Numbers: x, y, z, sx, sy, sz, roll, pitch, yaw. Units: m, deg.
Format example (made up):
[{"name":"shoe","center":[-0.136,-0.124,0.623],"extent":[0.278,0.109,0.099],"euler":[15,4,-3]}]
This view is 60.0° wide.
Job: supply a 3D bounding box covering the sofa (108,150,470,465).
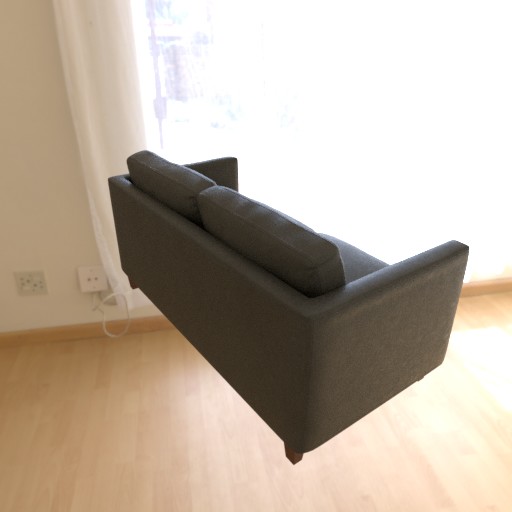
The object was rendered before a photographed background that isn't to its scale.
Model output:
[{"name":"sofa","center":[0.000,0.000,2.424],"extent":[0.951,0.933,1.883],"euler":[-18,32,-32]}]
